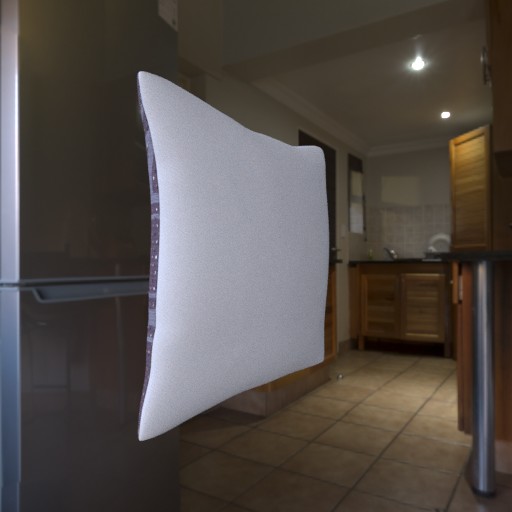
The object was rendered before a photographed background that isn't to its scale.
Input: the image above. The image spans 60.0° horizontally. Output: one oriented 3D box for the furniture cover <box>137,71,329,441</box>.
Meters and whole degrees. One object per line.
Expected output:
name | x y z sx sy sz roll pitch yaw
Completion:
furniture cover | 0.000 0.000 0.828 0.193 0.509 0.552 0 0 35
